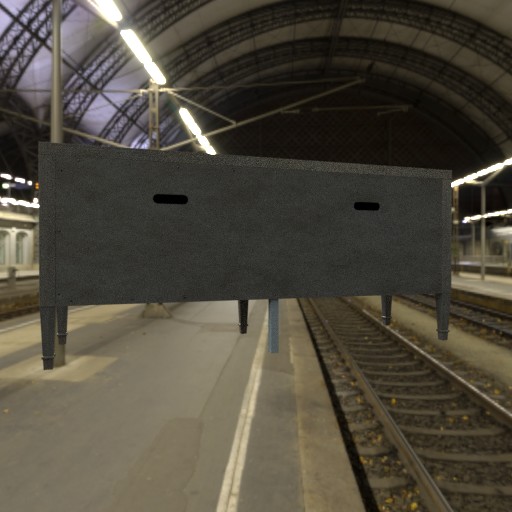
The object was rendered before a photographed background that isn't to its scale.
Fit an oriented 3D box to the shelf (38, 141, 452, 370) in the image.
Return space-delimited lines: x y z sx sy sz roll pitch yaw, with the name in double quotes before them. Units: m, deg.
"shelf" 0.000 0.000 1.850 1.575 0.719 0.479 0 0 -18
